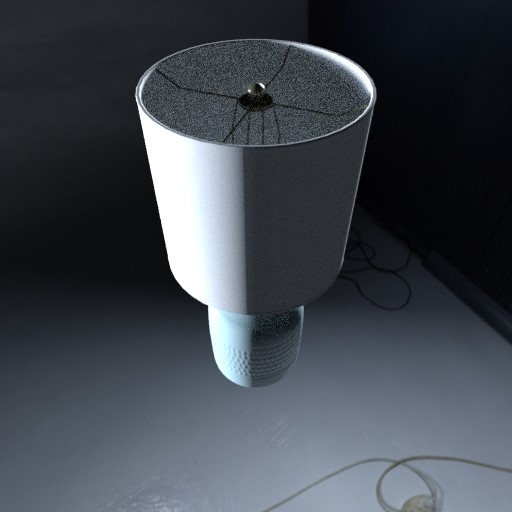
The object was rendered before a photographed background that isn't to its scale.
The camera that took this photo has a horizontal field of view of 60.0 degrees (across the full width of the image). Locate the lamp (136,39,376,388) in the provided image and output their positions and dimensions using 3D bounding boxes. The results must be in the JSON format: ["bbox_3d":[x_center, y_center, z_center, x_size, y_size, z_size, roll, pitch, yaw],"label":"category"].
[{"bbox_3d":[0.000,0.000,1.093,0.418,0.871,0.418,-23,50,-21],"label":"lamp"}]
